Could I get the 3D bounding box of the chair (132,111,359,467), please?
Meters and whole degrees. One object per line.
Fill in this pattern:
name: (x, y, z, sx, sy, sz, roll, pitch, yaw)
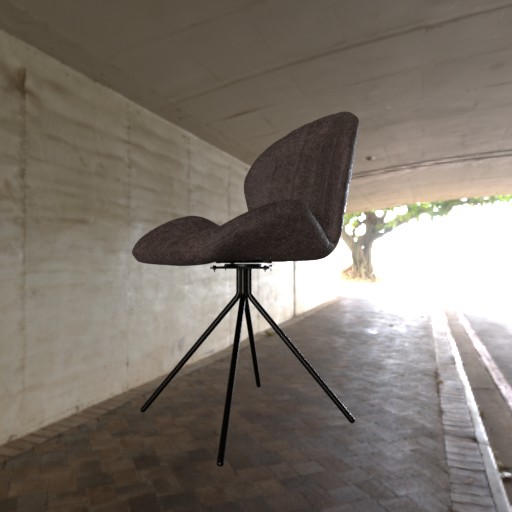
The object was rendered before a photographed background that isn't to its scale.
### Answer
chair: (0.000, 0.000, 1.309, 0.640, 0.934, 0.527, 0, -1, -37)
